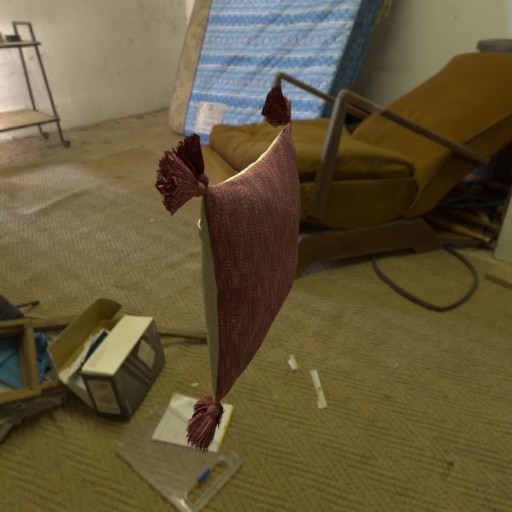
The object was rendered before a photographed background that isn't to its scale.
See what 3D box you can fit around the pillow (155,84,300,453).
[{"bbox_3d":[0.000,0.000,0.991,0.138,0.659,0.641,10,31,17],"label":"pillow"}]
